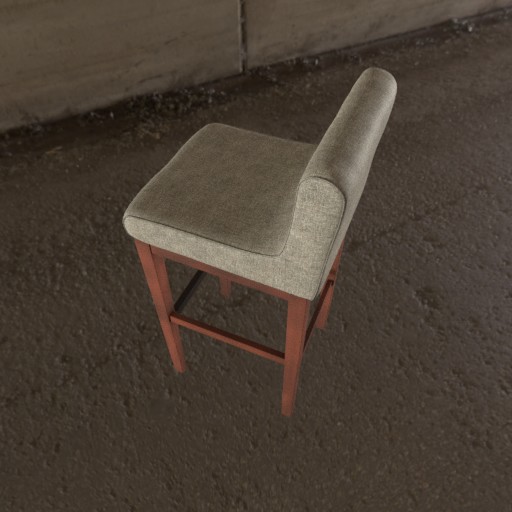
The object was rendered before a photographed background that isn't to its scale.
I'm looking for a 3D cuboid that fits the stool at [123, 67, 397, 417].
[{"bbox_3d":[0.000,0.000,1.224,0.499,0.965,0.426,18,50,15],"label":"stool"}]
